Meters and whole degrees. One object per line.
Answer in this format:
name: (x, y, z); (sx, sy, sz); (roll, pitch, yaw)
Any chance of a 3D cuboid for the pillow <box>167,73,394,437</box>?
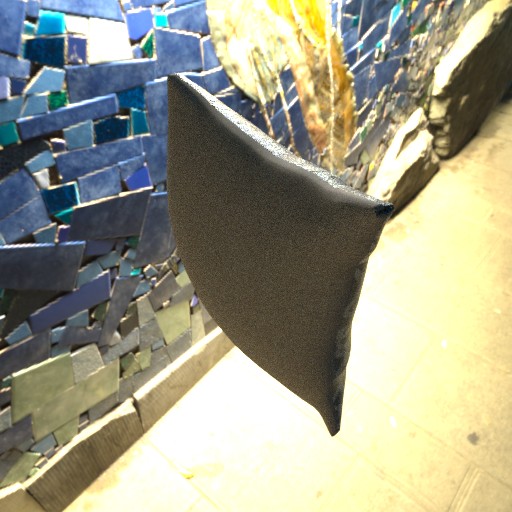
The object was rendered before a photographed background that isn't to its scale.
pillow: (0.000, 0.000, 0.791); (0.215, 0.498, 0.508); (-25, 47, -26)
